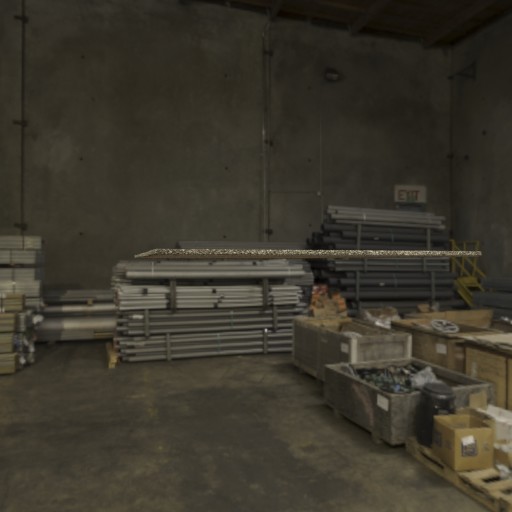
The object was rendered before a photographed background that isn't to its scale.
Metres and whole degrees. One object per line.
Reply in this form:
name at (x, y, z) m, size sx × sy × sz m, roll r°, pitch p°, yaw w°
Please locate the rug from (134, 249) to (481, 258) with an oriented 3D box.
rug at (0.000, 0.000, 2.971) m, size 1.502 × 0.025 × 2.350 m, roll 0°, pitch -1°, yaw -17°
